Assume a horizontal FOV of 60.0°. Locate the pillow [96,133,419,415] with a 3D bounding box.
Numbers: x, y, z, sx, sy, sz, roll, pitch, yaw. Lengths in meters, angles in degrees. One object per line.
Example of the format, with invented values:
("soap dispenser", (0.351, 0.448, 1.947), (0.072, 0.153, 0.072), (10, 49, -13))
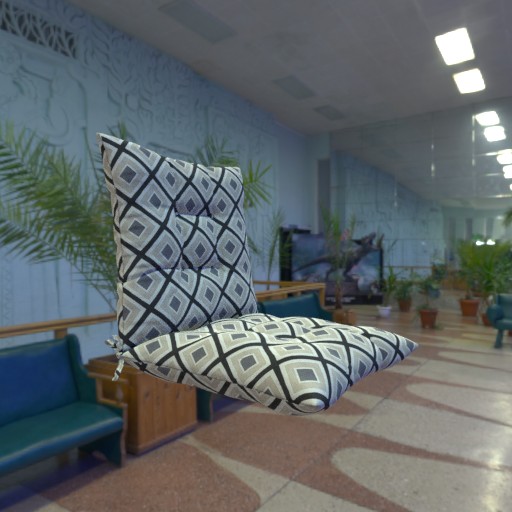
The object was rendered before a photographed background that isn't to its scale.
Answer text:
("pillow", (0.000, 0.000, 1.011), (0.585, 0.536, 0.541), (0, 0, 36))
